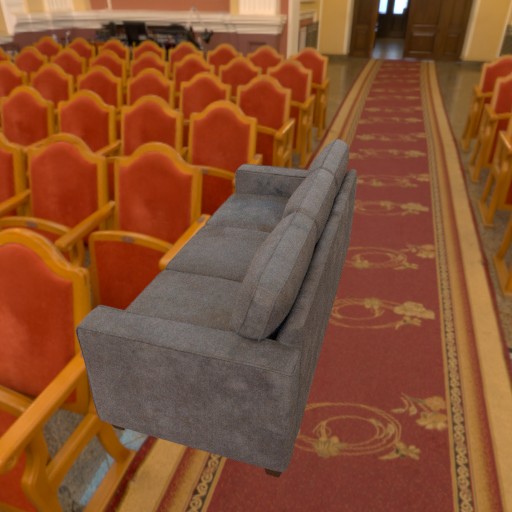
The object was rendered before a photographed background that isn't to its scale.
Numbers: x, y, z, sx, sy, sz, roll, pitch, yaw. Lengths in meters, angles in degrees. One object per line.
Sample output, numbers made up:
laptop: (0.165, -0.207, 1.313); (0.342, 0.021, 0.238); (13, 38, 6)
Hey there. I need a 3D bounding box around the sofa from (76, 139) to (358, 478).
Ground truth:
sofa: (0.000, 0.000, 2.636); (0.939, 0.965, 2.133); (9, 32, 15)
